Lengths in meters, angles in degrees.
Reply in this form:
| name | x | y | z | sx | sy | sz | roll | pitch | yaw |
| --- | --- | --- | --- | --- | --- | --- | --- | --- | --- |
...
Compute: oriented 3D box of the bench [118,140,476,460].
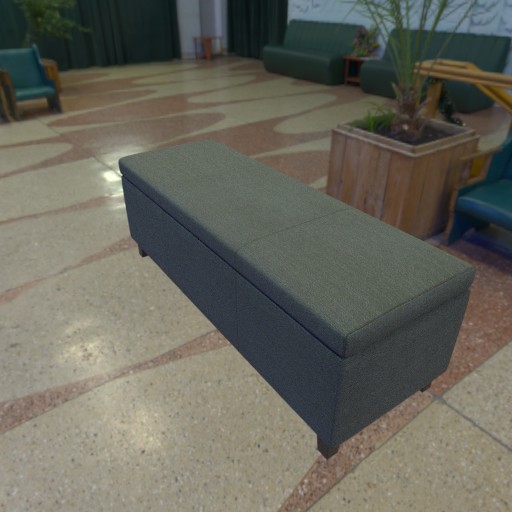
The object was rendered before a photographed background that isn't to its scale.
| name | x | y | z | sx | sy | sz | roll | pitch | yaw |
| --- | --- | --- | --- | --- | --- | --- | --- | --- | --- |
| bench | 0.000 | 0.000 | 1.489 | 0.446 | 0.438 | 1.269 | -20 | 37 | -29 |
